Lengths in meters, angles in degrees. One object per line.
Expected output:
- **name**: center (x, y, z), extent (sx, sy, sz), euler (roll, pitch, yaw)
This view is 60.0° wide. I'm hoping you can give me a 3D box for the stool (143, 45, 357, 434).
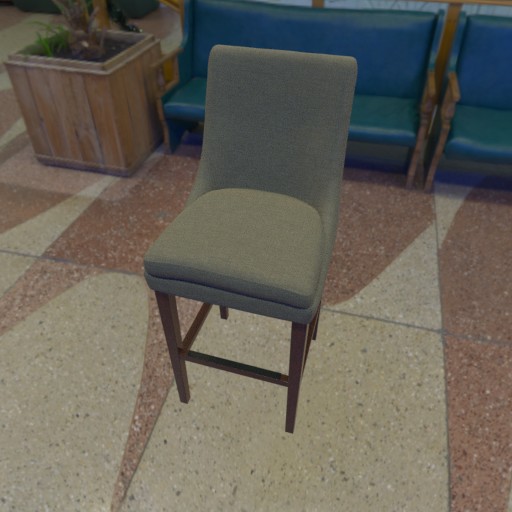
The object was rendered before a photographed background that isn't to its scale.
- **stool**: center (0.000, 0.000, 1.387), extent (0.470, 1.078, 0.577), euler (11, 42, 13)
